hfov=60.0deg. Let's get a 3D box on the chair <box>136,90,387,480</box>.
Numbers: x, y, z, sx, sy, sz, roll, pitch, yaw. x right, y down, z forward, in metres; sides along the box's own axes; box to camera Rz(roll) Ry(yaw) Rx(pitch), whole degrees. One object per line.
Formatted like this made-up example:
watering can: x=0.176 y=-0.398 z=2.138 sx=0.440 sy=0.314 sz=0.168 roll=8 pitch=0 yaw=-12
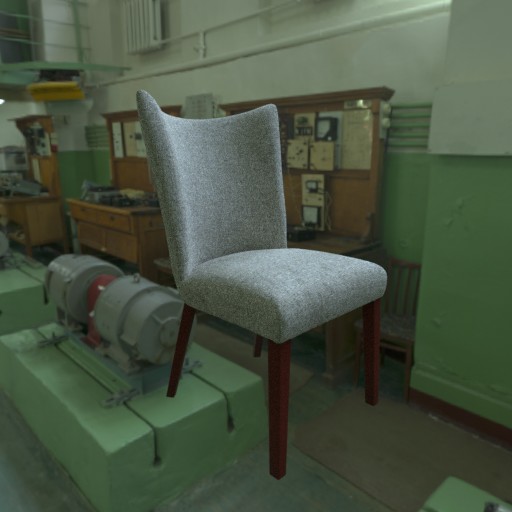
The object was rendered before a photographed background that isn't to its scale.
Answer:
chair: x=0.000 y=0.000 z=1.326 sx=0.623 sy=0.924 sz=0.535 roll=13 pitch=19 yaw=43
